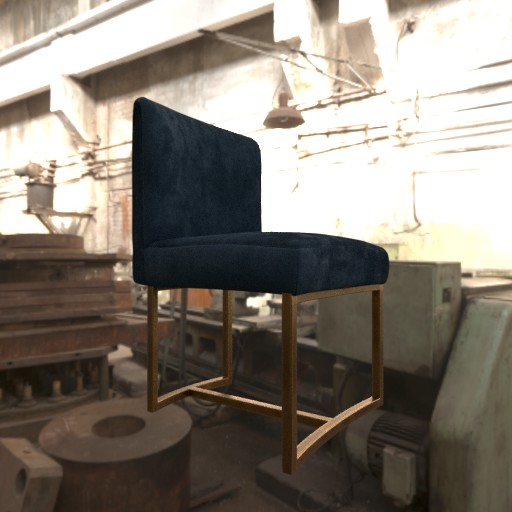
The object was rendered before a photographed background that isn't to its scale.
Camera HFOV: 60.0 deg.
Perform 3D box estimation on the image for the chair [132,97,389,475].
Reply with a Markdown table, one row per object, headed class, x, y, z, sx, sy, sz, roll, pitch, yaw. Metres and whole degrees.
| class | x | y | z | sx | sy | sz | roll | pitch | yaw |
| --- | --- | --- | --- | --- | --- | --- | --- | --- | --- |
| chair | 0.000 | 0.000 | 1.180 | 0.560 | 0.824 | 0.530 | 0 | 0 | 35 |
